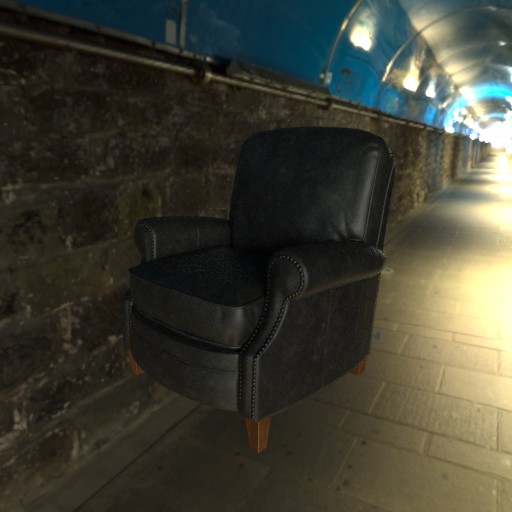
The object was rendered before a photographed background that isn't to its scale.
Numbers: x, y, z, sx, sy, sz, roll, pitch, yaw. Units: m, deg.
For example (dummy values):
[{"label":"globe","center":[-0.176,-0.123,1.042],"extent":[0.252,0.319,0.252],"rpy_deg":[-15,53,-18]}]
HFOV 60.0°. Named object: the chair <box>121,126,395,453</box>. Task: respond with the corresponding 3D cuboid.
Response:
[{"label":"chair","center":[0.000,0.000,1.789],"extent":[0.936,1.018,0.986],"rpy_deg":[13,20,42]}]
